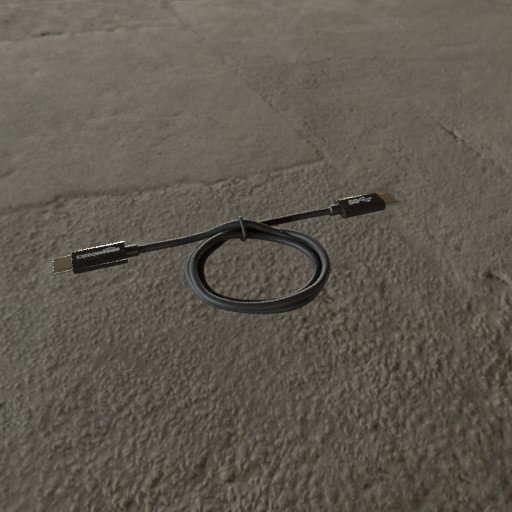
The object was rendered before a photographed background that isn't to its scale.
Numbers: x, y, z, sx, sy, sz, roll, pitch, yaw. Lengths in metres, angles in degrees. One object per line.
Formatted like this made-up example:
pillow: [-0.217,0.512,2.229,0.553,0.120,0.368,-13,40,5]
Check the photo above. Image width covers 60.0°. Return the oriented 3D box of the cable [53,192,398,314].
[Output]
cable: [0.000,0.000,0.213,0.186,0.014,0.070,-13,42,-14]
